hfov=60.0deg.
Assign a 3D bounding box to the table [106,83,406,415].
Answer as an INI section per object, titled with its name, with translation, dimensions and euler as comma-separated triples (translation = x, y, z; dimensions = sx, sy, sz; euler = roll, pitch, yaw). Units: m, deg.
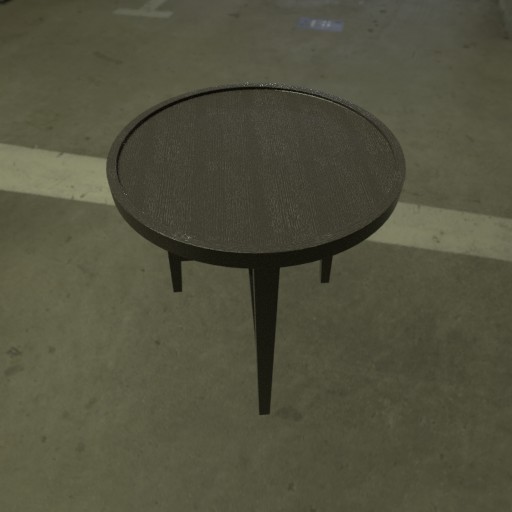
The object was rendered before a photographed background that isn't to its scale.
[table]
translation = 0.000, 0.000, 0.949
dimensions = 0.500, 0.531, 0.500
euler = 0, 46, 0
